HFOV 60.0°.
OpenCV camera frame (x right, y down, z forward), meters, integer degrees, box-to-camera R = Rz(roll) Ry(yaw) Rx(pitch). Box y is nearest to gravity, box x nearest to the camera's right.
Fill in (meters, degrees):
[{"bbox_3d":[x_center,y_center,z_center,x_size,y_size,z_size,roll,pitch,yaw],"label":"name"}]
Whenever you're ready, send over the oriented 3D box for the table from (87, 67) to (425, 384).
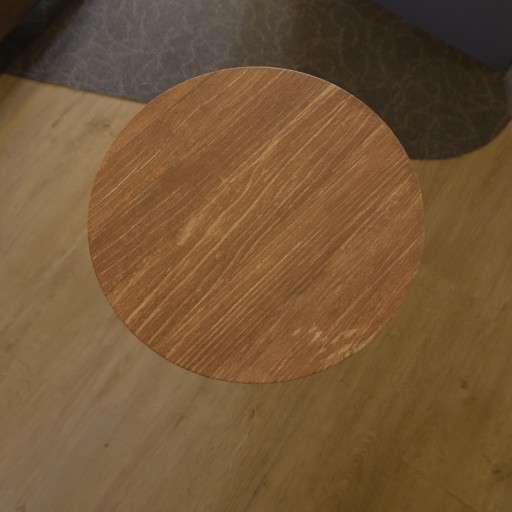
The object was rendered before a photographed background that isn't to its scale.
[{"bbox_3d":[0.000,0.000,0.960,0.527,0.551,0.527,0,74,0],"label":"table"}]
